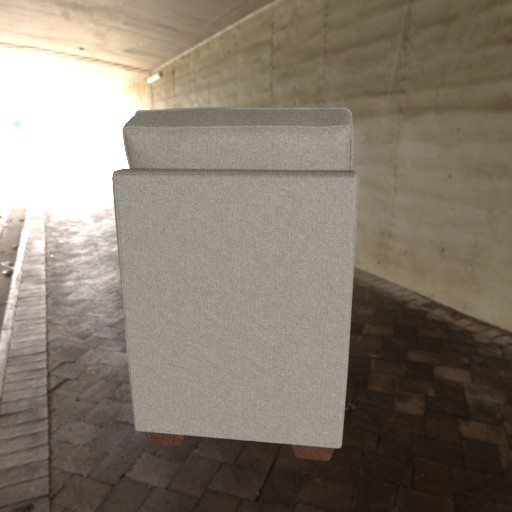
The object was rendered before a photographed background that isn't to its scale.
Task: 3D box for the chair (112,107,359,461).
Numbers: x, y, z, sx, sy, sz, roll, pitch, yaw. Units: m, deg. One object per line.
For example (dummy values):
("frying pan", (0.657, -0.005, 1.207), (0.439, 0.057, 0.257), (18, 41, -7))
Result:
("chair", (0.000, 0.000, 1.726), (0.674, 1.058, 1.020), (2, 15, 7))
